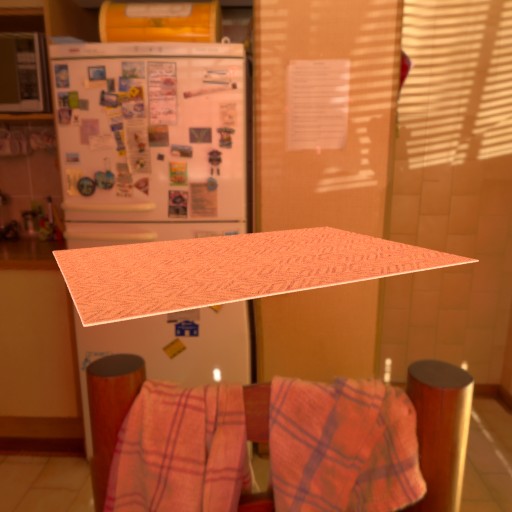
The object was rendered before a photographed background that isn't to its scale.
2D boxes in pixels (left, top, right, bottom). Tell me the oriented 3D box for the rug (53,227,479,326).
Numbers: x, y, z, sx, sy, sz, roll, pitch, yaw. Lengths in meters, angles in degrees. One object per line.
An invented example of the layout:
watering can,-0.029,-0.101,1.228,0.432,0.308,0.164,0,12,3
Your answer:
rug,0.000,0.000,2.279,1.828,0.007,1.220,-7,14,-27
